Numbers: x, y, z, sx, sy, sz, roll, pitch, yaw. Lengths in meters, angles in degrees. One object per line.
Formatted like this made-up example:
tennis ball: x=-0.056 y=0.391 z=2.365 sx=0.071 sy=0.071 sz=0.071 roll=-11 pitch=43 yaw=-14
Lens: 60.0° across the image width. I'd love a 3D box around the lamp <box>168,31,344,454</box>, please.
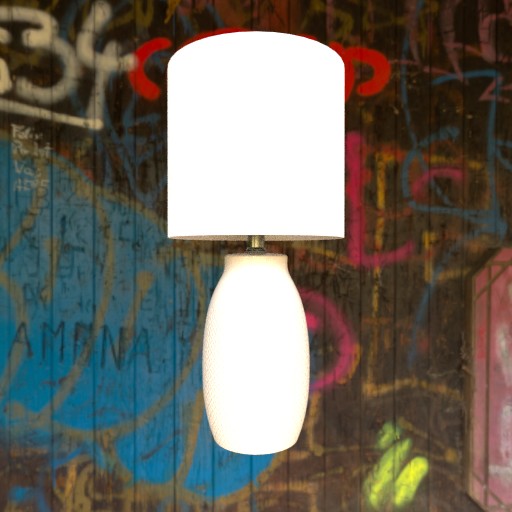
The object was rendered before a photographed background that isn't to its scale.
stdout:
lamp: x=0.000 y=0.000 z=0.555 sx=0.217 sy=0.453 sz=0.217 roll=0 pitch=0 yaw=-36
